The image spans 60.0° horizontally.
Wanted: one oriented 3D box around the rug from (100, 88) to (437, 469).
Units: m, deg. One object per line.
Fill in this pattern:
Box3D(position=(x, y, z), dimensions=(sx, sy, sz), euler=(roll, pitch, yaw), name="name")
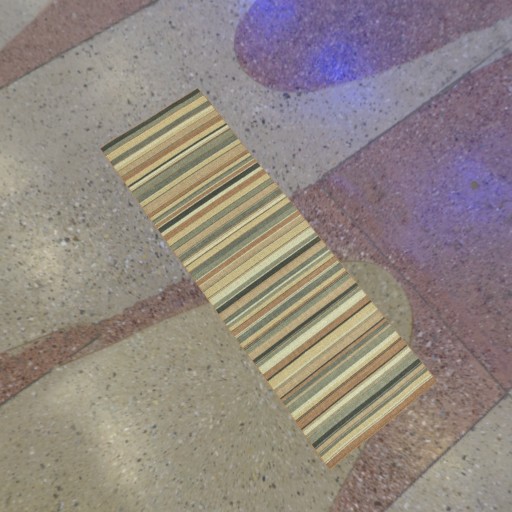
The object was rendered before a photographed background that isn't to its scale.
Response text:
Box3D(position=(0.000, 0.000, 2.751), dimensions=(0.799, 0.010, 2.444), euler=(-35, 77, -9), name="rug")
